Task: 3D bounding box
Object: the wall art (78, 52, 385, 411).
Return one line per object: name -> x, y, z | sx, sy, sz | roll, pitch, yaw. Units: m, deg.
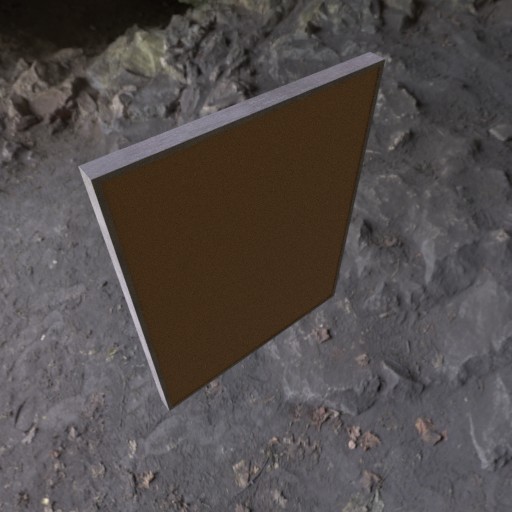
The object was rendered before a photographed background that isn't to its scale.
wall art -> 0.000, 0.000, 0.706 | 0.421, 0.521, 0.032 | -31, 54, -25
